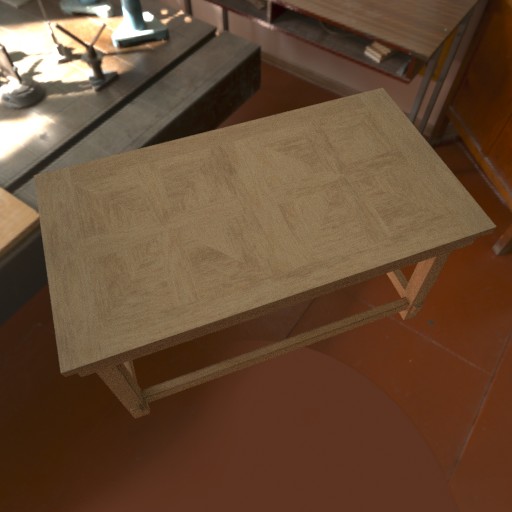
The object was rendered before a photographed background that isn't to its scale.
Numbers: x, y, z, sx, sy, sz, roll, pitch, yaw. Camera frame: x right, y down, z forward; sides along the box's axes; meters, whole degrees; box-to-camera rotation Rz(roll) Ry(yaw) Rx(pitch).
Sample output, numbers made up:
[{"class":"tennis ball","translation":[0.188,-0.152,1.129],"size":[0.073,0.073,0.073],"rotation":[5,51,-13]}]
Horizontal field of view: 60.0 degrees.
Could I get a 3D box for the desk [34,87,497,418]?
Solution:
[{"class":"desk","translation":[0.000,0.000,1.940],"size":[1.499,0.762,0.813],"rotation":[-17,59,-11]}]
